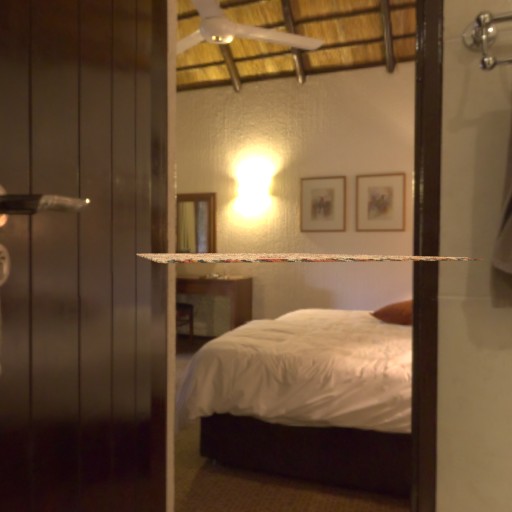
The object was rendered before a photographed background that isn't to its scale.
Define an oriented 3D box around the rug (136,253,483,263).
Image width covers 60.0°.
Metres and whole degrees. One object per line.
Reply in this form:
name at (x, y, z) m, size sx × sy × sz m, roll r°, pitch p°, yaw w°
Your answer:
rug at (0.000, 0.000, 2.458) m, size 1.218 × 0.010 × 1.997 m, roll 0°, pitch 1°, yaw -17°
